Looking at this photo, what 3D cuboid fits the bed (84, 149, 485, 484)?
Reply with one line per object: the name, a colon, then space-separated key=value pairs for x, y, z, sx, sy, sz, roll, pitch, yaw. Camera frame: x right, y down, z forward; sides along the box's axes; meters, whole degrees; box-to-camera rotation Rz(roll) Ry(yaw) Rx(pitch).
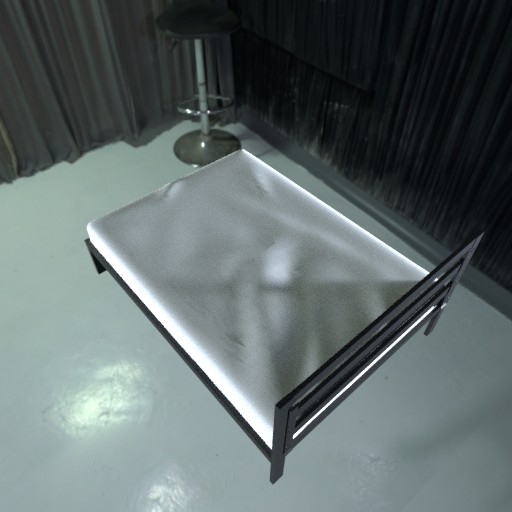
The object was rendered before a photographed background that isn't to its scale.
bed: x=0.000 y=0.000 z=2.943 sx=1.524 sy=0.967 sz=2.062 roll=-33 pitch=55 yaw=-27
